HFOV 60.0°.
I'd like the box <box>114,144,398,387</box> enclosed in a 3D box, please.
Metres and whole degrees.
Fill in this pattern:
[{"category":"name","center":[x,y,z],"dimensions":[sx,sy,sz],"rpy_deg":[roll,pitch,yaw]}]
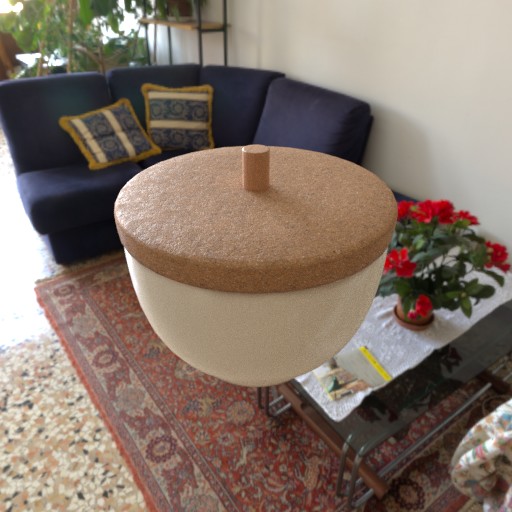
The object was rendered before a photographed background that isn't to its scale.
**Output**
[{"category":"box","center":[0.000,0.000,0.189],"dimensions":[0.107,0.094,0.107],"rpy_deg":[0,33,0]}]
